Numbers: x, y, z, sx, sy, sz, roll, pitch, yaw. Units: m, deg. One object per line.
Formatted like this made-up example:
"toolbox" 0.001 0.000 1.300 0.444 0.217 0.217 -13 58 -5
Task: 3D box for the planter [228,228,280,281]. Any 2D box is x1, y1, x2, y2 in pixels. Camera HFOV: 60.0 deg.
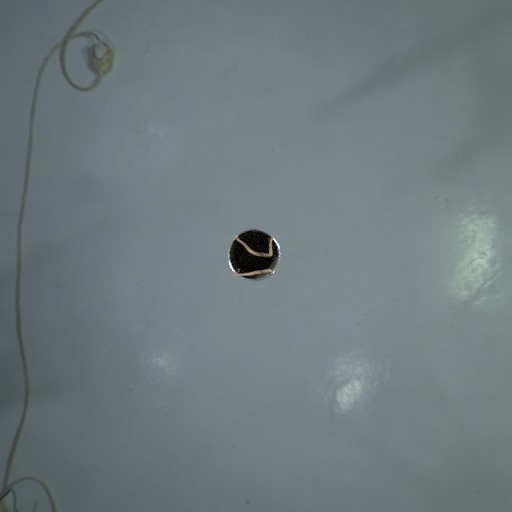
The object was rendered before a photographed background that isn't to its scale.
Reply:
"planter" 0.000 0.000 1.189 0.187 1.073 0.187 0 91 -1
